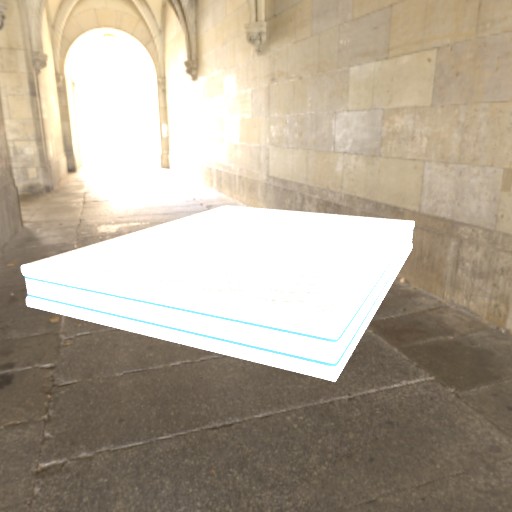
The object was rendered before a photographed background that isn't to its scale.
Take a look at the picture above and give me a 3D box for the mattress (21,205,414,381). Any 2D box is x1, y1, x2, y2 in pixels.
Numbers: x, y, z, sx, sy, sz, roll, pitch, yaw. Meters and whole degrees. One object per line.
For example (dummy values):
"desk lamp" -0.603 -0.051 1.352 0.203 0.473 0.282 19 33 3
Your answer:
"mattress" 0.000 0.000 2.726 1.600 0.230 2.000 8 18 25
